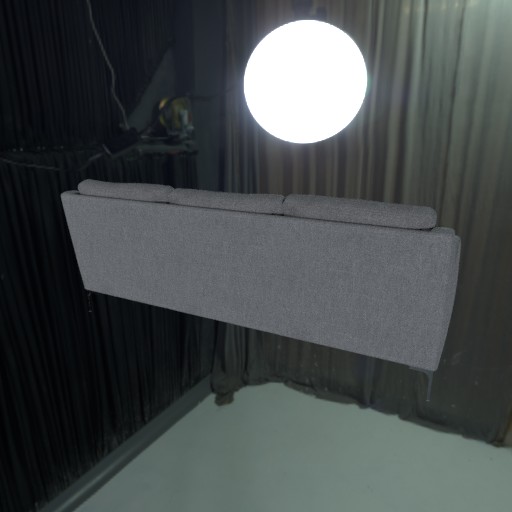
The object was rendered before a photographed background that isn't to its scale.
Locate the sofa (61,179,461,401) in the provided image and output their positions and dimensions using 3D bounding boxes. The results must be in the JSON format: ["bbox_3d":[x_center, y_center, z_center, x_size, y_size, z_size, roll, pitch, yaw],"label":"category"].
[{"bbox_3d":[0.000,0.000,2.482,2.060,0.837,0.849,9,19,26],"label":"sofa"}]
